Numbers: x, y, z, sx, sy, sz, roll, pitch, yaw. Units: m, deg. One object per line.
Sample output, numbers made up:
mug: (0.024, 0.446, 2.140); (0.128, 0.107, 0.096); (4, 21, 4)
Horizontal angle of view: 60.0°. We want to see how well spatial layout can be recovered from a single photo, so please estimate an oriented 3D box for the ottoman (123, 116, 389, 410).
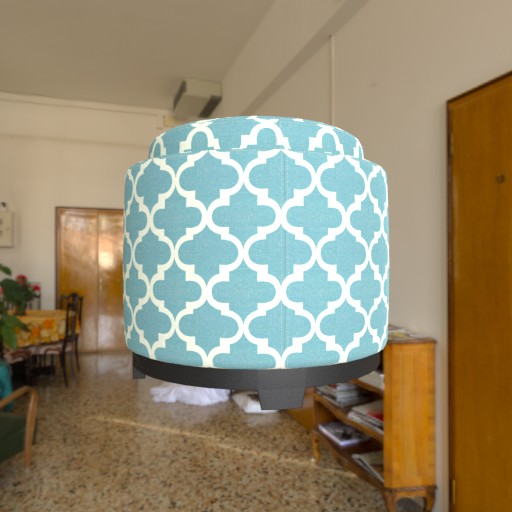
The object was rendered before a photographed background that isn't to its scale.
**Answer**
ottoman: (0.000, 0.000, 0.834); (0.480, 0.429, 0.480); (0, -1, 0)
